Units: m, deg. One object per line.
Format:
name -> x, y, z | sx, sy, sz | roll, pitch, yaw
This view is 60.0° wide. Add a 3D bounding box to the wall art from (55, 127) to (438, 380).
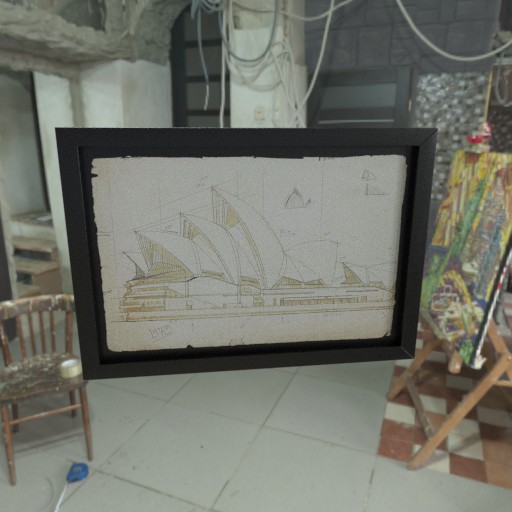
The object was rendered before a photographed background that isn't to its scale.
wall art -> 0.000, 0.000, 0.552 | 0.440, 0.306, 0.013 | -2, 15, -7
